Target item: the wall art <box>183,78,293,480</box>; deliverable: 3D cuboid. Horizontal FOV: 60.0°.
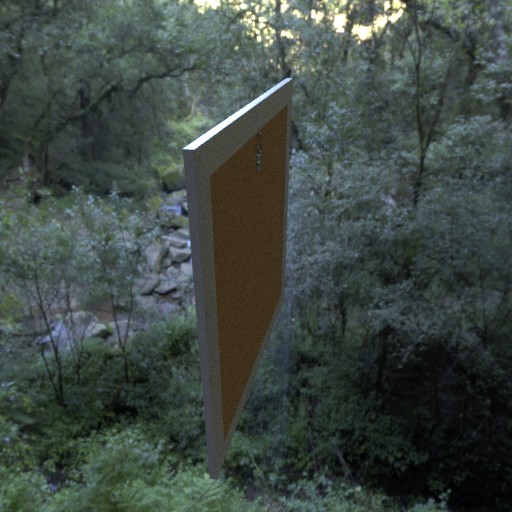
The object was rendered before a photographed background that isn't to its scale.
[{"bbox_3d":[0.000,0.000,0.866,0.015,0.577,0.572,7,30,13],"label":"wall art"}]
